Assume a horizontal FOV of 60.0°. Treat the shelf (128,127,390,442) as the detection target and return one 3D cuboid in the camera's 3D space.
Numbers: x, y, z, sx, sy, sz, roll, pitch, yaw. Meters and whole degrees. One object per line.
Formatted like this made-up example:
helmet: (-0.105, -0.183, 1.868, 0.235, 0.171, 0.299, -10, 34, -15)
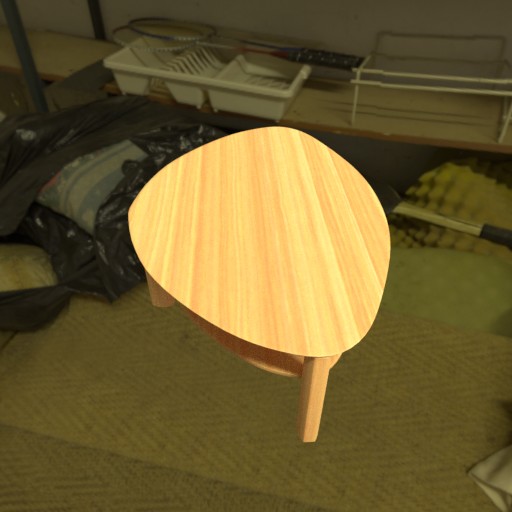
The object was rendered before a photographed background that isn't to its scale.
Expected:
shelf: (0.000, 0.000, 1.632, 0.845, 0.440, 1.246, -2, 40, -2)
